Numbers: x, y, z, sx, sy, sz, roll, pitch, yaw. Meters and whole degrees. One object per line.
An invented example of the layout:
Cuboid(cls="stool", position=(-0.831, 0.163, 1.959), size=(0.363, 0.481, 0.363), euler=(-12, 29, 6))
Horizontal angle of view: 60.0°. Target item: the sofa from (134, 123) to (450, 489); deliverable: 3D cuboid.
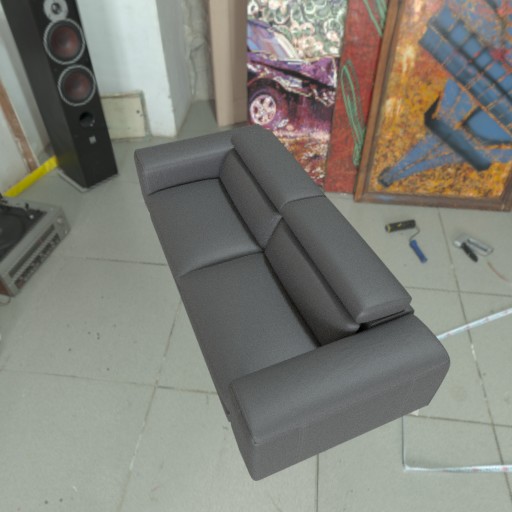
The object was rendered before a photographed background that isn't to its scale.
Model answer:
Cuboid(cls="sofa", position=(0.000, 0.000, 2.767), size=(1.023, 0.759, 2.321), euler=(-17, 48, -16))
